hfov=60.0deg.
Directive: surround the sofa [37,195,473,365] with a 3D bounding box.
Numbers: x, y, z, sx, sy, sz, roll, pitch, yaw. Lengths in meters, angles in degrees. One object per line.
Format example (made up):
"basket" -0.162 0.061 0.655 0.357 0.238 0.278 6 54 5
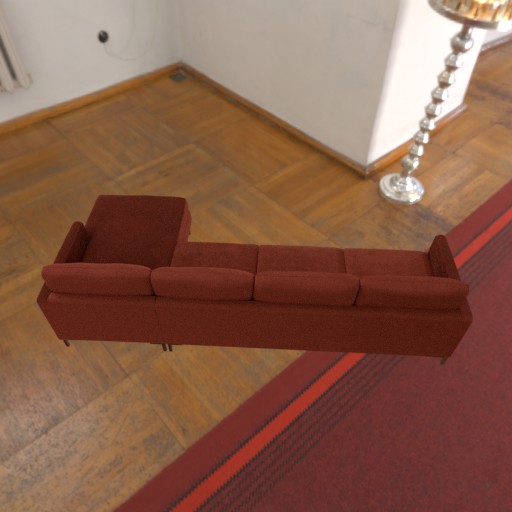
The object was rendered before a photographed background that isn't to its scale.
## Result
"sofa" 0.000 0.000 3.489 2.932 0.810 1.350 2 47 2
